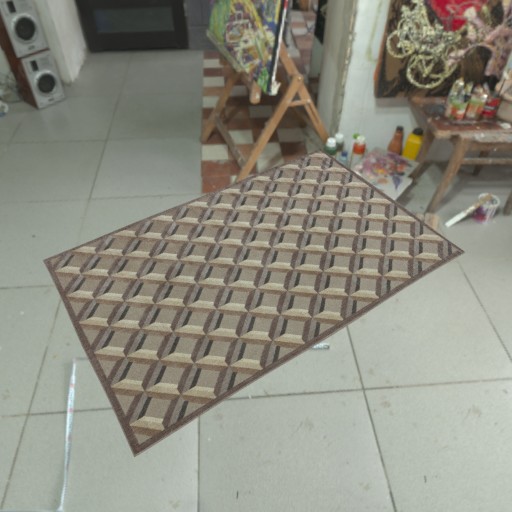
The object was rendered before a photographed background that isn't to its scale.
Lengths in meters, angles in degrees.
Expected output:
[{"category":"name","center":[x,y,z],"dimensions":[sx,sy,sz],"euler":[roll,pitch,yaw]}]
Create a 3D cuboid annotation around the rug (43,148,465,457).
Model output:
[{"category":"rug","center":[0.000,0.000,2.075],"dimensions":[1.677,0.011,1.066],"euler":[-26,51,-23]}]
